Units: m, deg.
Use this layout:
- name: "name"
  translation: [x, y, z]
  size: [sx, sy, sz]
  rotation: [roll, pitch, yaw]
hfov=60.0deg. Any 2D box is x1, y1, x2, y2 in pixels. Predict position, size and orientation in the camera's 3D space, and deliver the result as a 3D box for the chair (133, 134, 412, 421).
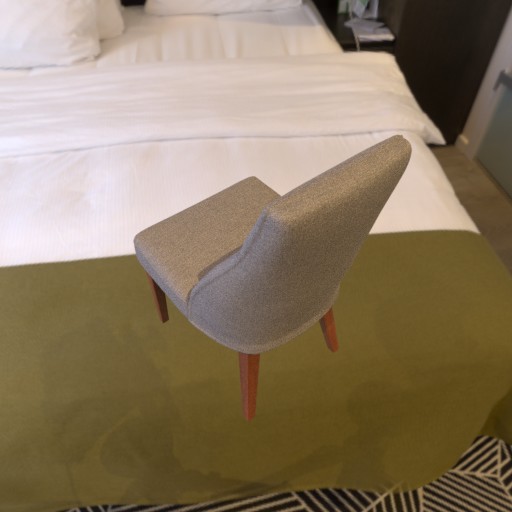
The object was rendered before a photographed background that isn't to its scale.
- name: "chair"
  translation: [0.000, 0.000, 1.299]
  size: [0.500, 0.930, 0.620]
  rotation: [-31, 55, -25]
